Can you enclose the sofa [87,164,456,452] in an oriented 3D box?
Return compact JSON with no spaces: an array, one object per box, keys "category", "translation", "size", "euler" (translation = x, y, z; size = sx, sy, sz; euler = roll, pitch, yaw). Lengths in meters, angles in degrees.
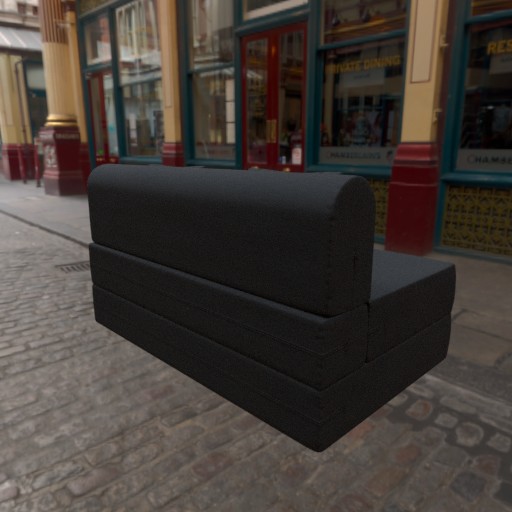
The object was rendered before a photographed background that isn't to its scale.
[{"category":"sofa","translation":[0.000,0.000,1.680],"size":[0.762,0.670,1.225],"euler":[-13,19,-43]}]
